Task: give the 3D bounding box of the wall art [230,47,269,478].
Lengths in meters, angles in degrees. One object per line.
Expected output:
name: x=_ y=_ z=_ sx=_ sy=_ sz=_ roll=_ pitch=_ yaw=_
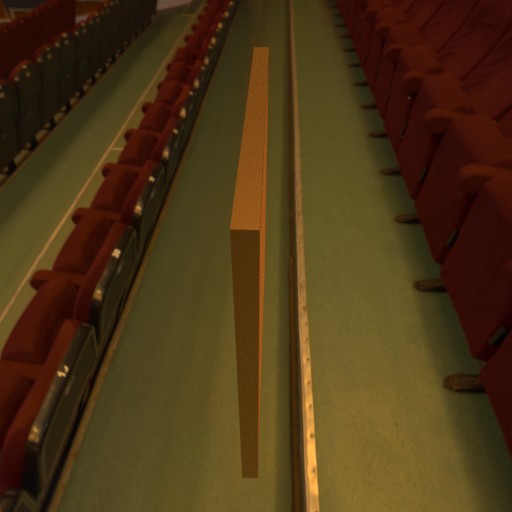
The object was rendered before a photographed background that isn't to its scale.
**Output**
wall art: x=0.000 y=0.000 z=1.107 sx=0.038 sy=0.762 sz=0.762 roll=1 pitch=41 yaw=2
